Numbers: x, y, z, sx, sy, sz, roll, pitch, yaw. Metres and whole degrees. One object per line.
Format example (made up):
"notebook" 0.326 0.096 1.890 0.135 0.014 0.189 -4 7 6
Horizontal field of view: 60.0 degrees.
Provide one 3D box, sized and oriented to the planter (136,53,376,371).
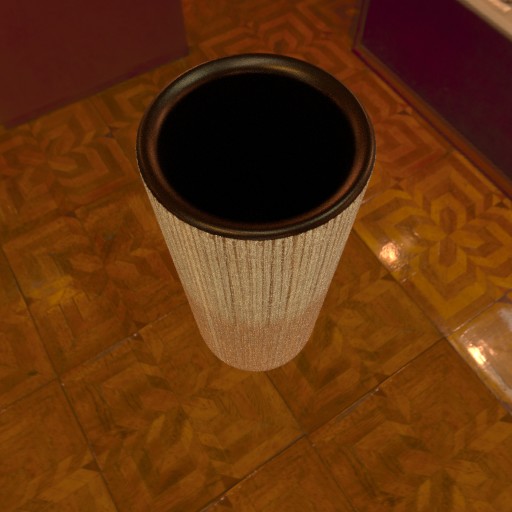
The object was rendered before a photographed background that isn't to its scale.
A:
"planter" 0.000 0.000 0.284 0.100 0.227 0.100 -28 67 -13
